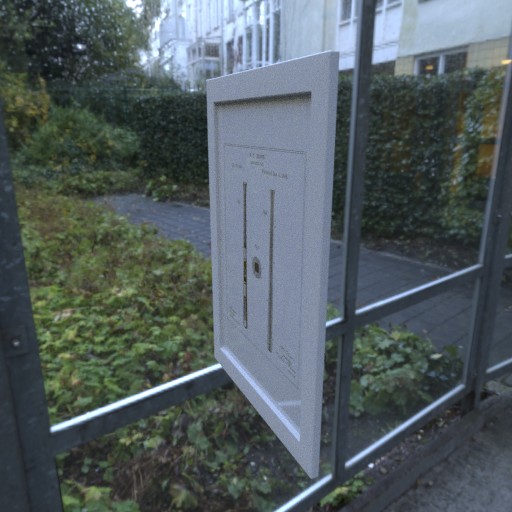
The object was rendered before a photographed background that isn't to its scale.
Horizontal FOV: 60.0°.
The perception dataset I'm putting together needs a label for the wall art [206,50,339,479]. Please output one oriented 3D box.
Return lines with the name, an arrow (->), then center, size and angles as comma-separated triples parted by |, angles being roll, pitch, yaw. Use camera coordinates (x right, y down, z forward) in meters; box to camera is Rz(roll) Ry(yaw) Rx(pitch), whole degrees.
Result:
wall art -> 0.000, 0.000, 0.617 | 0.011, 0.482, 0.329 | -8, 18, -25
